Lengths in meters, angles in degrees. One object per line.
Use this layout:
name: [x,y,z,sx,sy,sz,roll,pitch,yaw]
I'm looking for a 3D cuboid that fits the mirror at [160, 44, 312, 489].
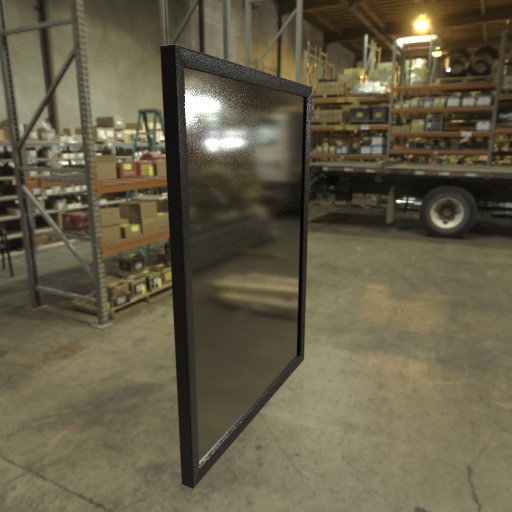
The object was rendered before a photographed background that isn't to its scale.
mirror: [0.000,0.000,1.311,0.040,1.016,0.762,7,16,26]
